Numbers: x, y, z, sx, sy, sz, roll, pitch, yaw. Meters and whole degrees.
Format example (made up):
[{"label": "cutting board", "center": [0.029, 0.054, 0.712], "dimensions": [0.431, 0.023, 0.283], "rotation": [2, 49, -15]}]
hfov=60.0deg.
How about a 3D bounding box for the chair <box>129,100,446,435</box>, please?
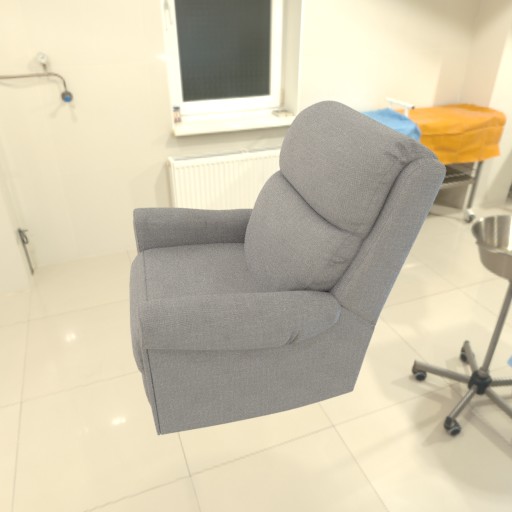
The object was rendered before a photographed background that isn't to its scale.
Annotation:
[{"label": "chair", "center": [0.000, 0.000, 1.747], "dimensions": [1.014, 1.054, 0.838], "rotation": [-7, 31, -12]}]
